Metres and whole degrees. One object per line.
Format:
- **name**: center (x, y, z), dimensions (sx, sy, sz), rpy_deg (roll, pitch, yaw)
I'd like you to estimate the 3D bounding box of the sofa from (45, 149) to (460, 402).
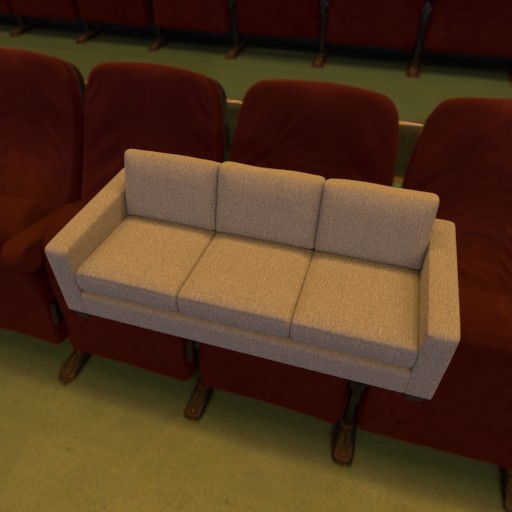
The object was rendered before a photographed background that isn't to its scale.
- **sofa**: center (0.000, 0.000, 2.552), dimensions (2.120, 0.800, 0.900), rpy_deg (11, 43, 12)
